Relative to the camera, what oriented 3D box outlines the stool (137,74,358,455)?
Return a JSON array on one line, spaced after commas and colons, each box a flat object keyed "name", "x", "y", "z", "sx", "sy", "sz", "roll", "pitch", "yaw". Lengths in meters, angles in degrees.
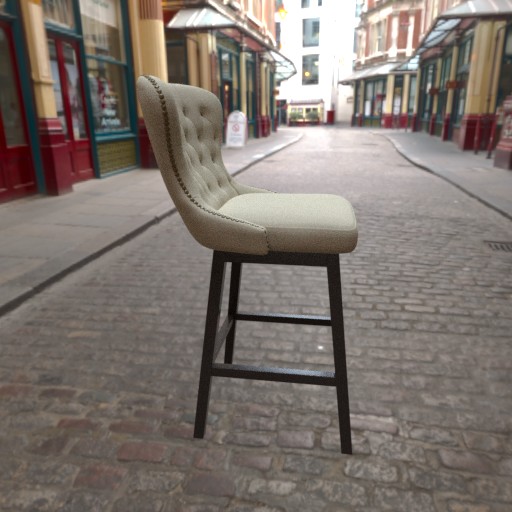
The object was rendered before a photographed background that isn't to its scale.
[{"name": "stool", "x": 0.000, "y": 0.000, "z": 1.302, "sx": 0.593, "sy": 0.971, "sz": 0.528, "roll": 3, "pitch": 17, "yaw": 8}]
